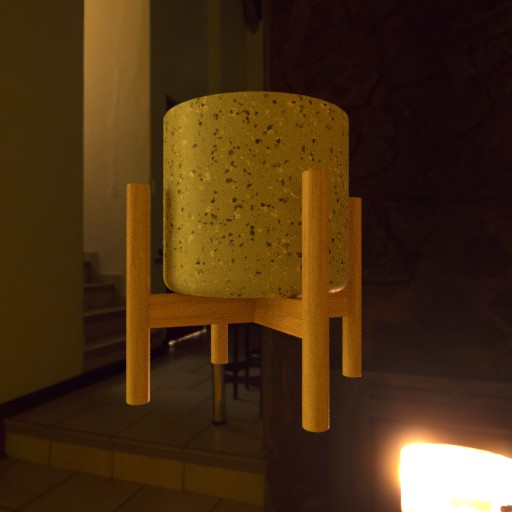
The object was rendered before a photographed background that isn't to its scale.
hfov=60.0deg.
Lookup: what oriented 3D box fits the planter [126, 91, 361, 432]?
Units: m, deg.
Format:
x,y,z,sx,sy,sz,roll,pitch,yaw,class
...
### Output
x,y,z,sx,sy,sz,roll,pitch,yaw,class
0.000,0.000,0.542,0.284,0.320,0.284,0,0,-1,planter
